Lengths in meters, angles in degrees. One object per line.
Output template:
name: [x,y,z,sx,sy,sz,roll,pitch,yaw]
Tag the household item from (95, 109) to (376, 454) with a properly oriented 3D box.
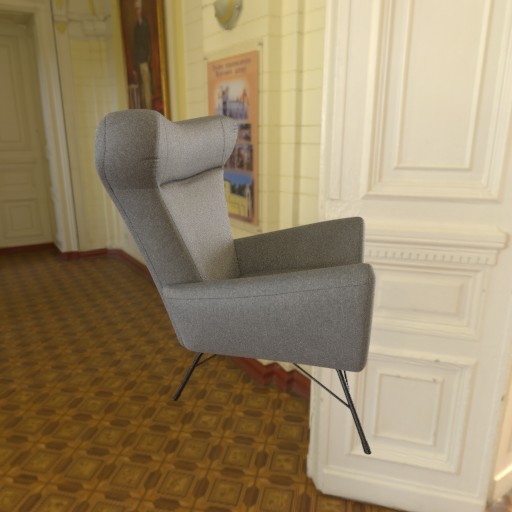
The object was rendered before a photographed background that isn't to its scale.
household item: [0.000,0.000,1.702,0.900,1.050,0.980,3,17,11]
